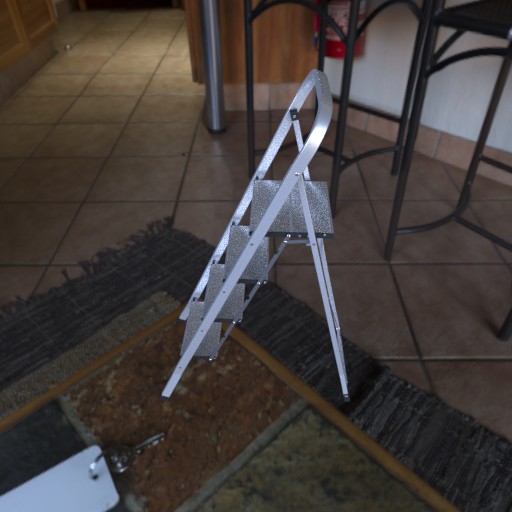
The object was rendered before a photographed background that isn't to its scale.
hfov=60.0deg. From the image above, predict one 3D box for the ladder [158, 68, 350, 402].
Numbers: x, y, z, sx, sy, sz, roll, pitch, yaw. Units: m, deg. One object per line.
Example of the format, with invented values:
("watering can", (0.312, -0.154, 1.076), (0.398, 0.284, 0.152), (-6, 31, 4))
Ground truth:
("ladder", (0.000, 0.000, 1.660), (0.830, 1.290, 0.465), (2, 41, 2))
